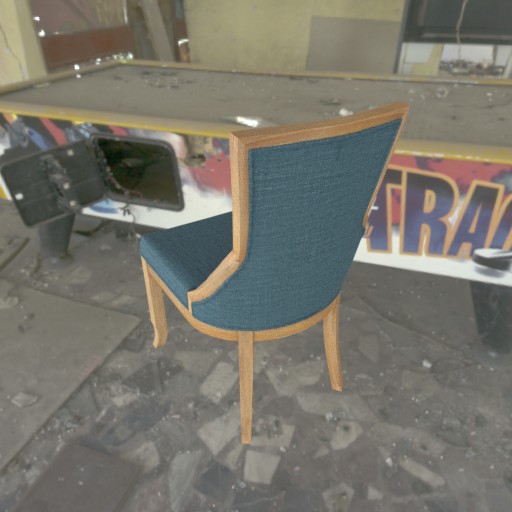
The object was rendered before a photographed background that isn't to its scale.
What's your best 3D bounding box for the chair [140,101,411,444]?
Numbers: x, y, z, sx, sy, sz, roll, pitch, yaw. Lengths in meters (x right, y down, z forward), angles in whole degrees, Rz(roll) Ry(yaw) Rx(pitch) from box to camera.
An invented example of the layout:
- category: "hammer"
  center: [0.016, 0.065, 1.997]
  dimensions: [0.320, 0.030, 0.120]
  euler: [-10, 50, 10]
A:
- category: "chair"
  center: [0.000, 0.000, 1.342]
  dimensions: [0.524, 0.947, 0.641]
  euler: [-19, 36, -28]
